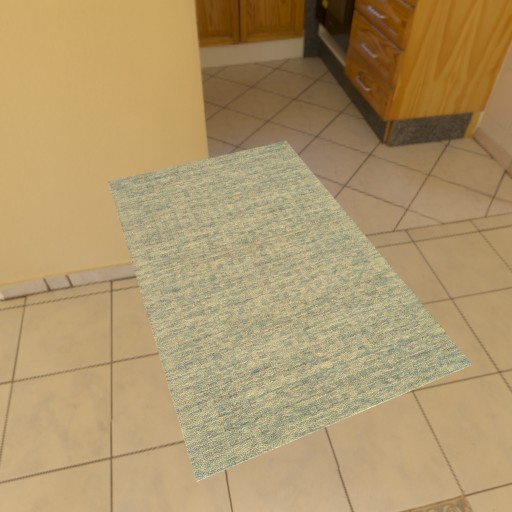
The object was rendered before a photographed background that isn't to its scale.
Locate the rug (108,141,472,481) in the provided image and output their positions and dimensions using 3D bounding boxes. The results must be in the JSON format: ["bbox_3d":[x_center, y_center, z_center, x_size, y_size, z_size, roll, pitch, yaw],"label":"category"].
[{"bbox_3d":[0.000,0.000,2.173,1.142,0.006,1.752,-17,49,-15],"label":"rug"}]
